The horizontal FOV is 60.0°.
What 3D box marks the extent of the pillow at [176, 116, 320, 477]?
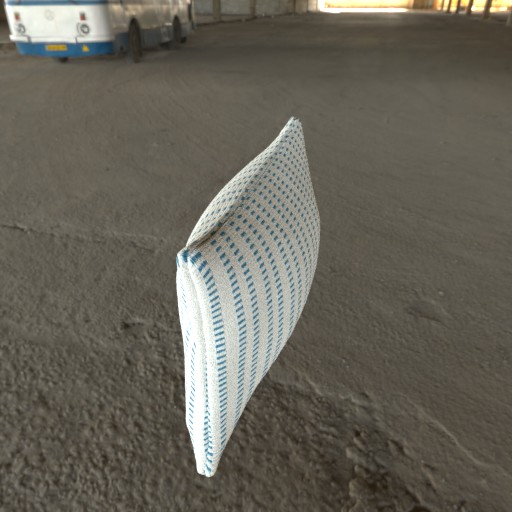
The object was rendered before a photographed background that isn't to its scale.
[{"bbox_3d":[0.000,0.000,0.789,0.210,0.353,0.640,7,31,13],"label":"pillow"}]
